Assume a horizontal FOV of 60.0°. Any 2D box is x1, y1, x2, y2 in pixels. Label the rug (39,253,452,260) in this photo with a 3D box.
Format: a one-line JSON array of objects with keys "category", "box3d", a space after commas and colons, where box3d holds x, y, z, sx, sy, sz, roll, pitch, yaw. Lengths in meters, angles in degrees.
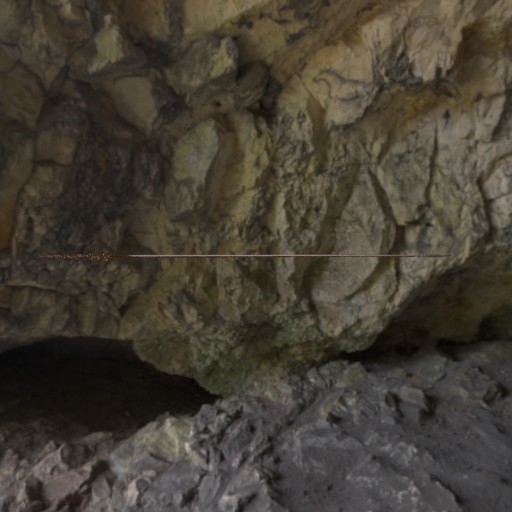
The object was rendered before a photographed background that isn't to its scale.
[{"category": "rug", "box3d": [0.000, 0.000, 2.553, 2.085, 0.027, 1.224, 0, 0, -36]}]
